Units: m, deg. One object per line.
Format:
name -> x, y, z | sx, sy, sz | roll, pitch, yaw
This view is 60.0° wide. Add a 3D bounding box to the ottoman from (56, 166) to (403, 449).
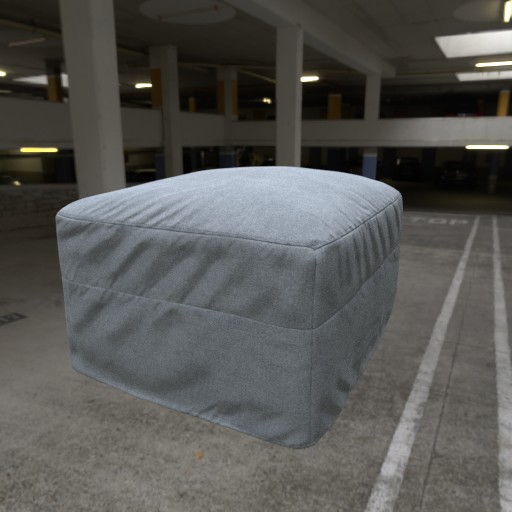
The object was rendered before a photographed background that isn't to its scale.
ottoman -> 0.000, 0.000, 1.237 | 0.683, 0.481, 0.837 | 7, 16, 26
